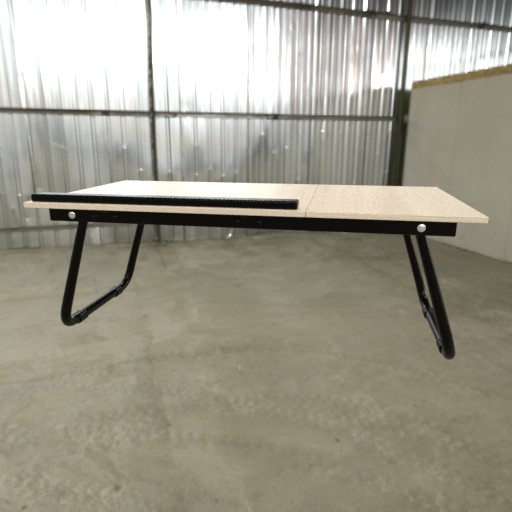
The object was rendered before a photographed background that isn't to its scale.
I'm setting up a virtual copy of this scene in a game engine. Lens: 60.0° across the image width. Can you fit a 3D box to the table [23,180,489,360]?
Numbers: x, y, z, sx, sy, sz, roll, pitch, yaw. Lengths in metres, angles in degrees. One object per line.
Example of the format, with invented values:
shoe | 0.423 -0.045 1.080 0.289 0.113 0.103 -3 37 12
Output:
table | 0.000 0.000 0.780 0.644 0.242 0.322 3 16 10
